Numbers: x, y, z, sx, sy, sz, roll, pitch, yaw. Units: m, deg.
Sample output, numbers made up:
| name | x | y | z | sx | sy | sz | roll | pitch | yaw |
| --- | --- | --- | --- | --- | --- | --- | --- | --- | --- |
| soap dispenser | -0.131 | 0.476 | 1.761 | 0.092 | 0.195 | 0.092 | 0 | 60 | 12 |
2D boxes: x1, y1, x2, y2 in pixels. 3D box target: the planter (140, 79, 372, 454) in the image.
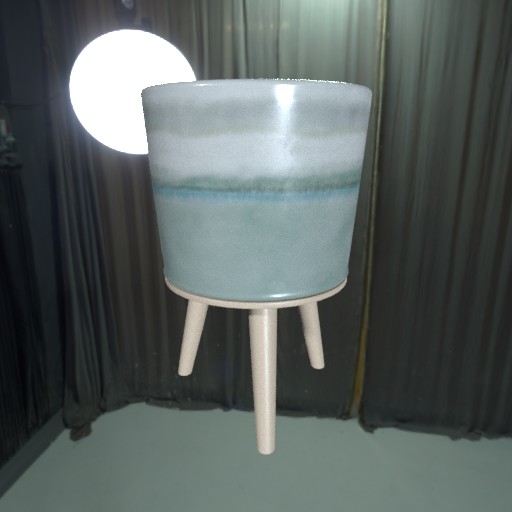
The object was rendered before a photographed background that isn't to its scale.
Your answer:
| name | x | y | z | sx | sy | sz | roll | pitch | yaw |
| --- | --- | --- | --- | --- | --- | --- | --- | --- | --- |
| planter | 0.000 | 0.000 | 0.576 | 0.265 | 0.404 | 0.265 | 2 | 16 | 7 |
